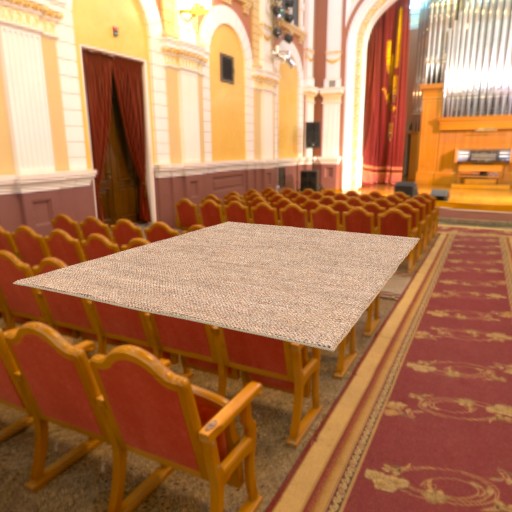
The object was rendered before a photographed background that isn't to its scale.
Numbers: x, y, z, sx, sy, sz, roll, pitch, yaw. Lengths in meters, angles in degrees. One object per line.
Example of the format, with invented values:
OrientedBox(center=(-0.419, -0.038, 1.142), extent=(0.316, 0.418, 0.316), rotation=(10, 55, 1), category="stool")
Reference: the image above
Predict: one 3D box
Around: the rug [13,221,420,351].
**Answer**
OrientedBox(center=(0.000, 0.000, 4.015), extent=(2.429, 0.030, 3.052), rotation=(7, 15, 26), category="rug")
